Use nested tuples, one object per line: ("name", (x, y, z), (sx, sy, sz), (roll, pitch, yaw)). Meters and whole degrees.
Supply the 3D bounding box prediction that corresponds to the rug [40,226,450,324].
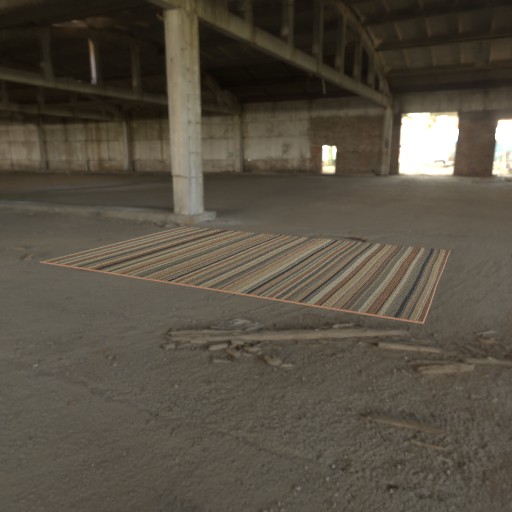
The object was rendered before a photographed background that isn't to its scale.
("rug", (0.000, 0.000, 2.361), (1.829, 0.008, 1.219), (7, 15, 26))
